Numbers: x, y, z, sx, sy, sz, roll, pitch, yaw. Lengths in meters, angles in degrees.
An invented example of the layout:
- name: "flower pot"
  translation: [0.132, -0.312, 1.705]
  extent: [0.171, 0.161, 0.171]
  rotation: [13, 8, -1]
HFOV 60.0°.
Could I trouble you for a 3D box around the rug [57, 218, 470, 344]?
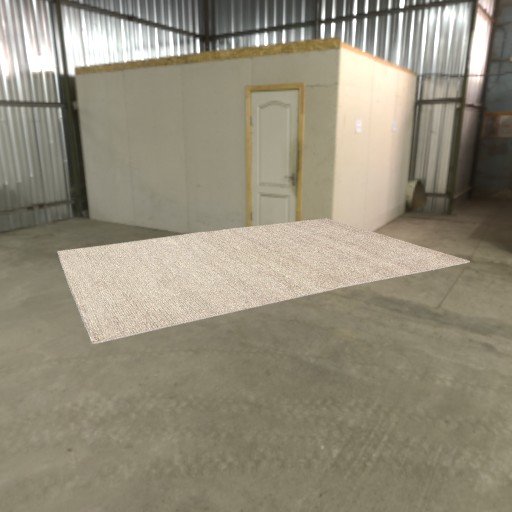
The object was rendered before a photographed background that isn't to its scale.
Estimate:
- name: "rug"
  translation: [0.000, 0.000, 2.275]
  extent: [1.792, 0.021, 1.154]
  rotation: [-9, 19, -27]
